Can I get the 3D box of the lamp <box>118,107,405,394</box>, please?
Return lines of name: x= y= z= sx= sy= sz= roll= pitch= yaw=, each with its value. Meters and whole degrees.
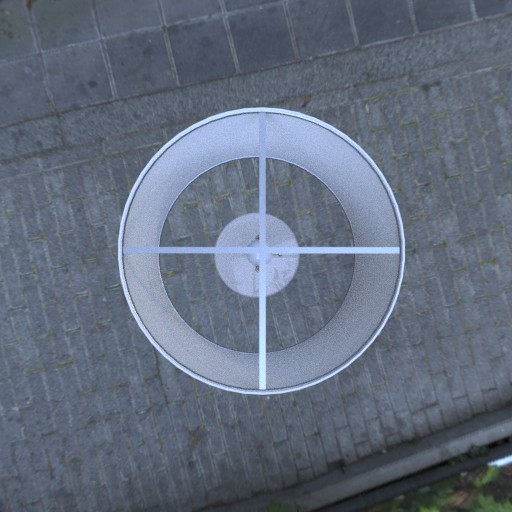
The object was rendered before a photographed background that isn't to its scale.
lamp: x=0.000 y=0.000 z=0.819 sx=0.324 sy=0.636 sz=0.325 roll=0 pitch=89 yaw=-1
